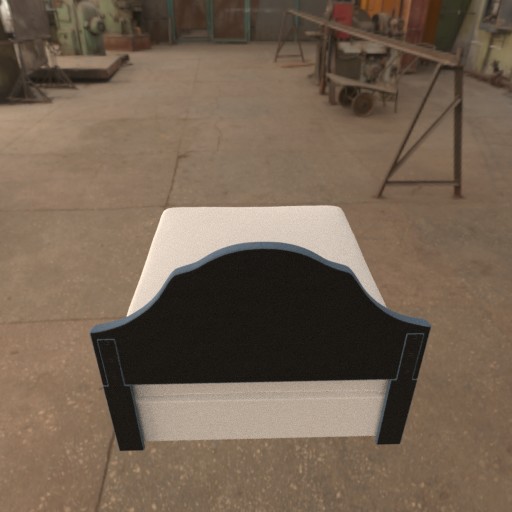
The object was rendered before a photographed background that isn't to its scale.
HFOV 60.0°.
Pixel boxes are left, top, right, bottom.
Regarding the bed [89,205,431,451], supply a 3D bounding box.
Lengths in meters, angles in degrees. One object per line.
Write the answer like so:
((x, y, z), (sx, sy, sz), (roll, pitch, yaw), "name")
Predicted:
((0.000, 0.000, 3.713), (2.039, 1.617, 2.477), (-1, 31, -1), "bed")
